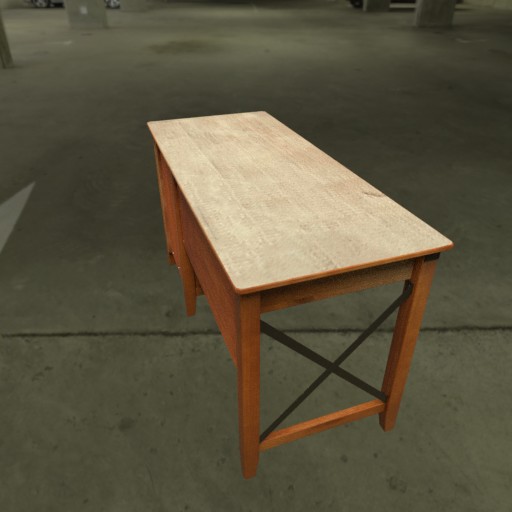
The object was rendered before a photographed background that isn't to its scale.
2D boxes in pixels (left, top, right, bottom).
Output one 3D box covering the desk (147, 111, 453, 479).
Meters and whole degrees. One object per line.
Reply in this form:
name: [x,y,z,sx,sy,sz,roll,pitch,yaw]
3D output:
desk: [0.000,0.000,1.757,0.574,0.756,1.353,-11,34,-17]
